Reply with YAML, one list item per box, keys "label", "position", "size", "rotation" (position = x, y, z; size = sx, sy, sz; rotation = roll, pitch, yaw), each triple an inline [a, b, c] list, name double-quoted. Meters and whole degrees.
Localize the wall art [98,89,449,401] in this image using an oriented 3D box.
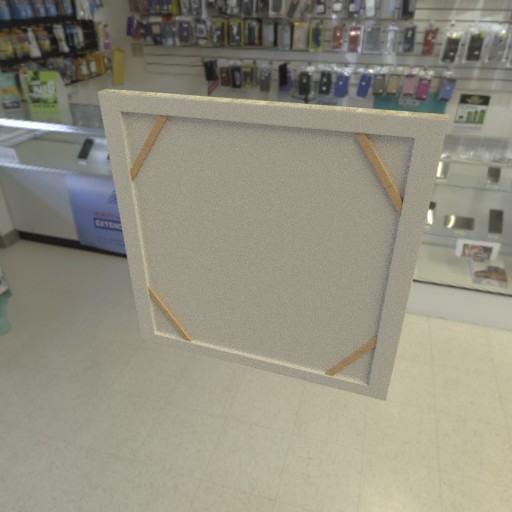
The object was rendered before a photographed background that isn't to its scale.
- label: "wall art"
  position: [0.000, 0.000, 1.625]
  size: [1.092, 1.091, 0.051]
  rotation: [10, 33, 16]
